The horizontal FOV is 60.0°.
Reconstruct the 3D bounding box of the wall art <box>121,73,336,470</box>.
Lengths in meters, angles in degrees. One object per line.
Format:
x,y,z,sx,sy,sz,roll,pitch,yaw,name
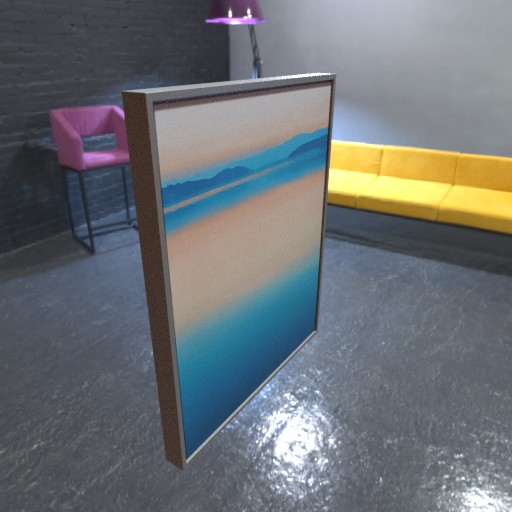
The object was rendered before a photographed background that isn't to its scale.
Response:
0.000,0.000,0.750,0.037,0.554,0.453,16,30,31,wall art
